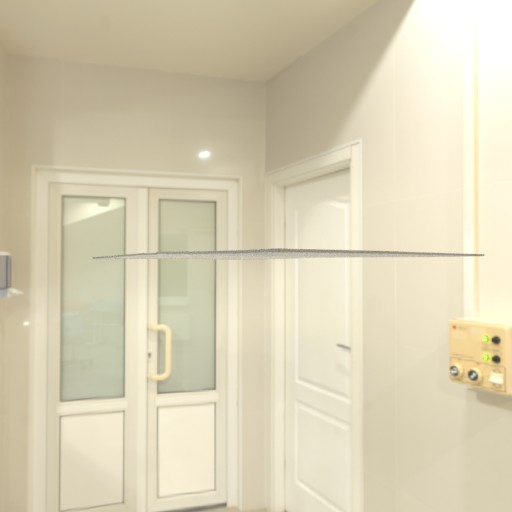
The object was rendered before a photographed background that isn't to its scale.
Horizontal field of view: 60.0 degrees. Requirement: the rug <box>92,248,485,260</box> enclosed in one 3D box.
[{"bbox_3d":[0.000,0.000,2.314,1.162,0.022,1.804,1,-1,-36],"label":"rug"}]
